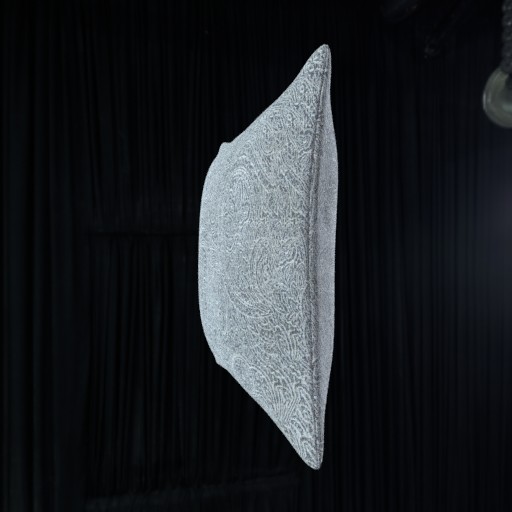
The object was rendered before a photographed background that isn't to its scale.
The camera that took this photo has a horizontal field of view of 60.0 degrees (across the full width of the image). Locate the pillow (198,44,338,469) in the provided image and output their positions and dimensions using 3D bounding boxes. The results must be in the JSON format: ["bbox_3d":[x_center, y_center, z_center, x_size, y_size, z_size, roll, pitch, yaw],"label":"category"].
[{"bbox_3d":[0.000,0.000,0.776,0.166,0.510,0.523,0,1,-18],"label":"pillow"}]
